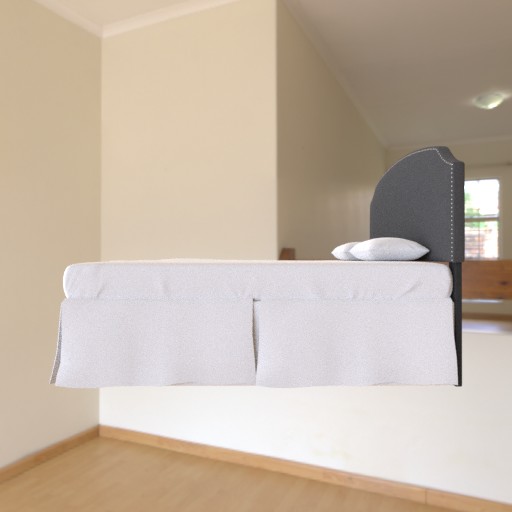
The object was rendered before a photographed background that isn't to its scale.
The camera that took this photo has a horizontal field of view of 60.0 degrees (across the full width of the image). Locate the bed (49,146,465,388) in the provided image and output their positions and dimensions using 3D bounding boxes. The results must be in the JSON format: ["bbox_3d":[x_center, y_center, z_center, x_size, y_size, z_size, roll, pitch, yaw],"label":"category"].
[{"bbox_3d":[0.000,0.000,2.869,1.999,1.270,1.558,0,0,0],"label":"bed"}]
